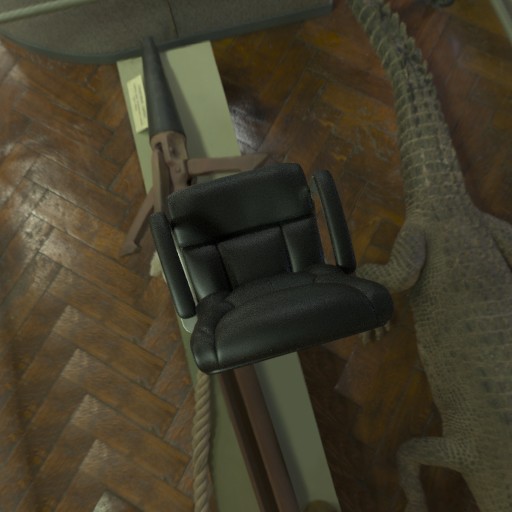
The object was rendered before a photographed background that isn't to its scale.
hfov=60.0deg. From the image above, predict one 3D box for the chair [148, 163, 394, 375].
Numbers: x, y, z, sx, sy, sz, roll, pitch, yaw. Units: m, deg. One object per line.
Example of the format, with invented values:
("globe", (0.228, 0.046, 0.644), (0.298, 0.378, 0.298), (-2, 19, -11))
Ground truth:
("chair", (0.000, 0.000, 1.595), (0.663, 1.155, 0.739), (-15, 76, -4))
